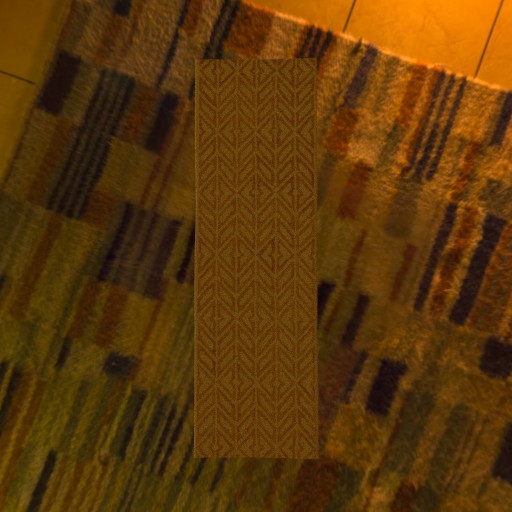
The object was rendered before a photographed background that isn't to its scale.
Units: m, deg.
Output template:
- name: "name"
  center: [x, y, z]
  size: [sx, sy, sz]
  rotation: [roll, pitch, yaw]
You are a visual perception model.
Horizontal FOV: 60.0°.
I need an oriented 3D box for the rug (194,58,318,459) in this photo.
- name: "rug"
  center: [0.000, 0.000, 2.703]
  size: [0.750, 0.009, 2.435]
  rotation: [0, 88, 1]
